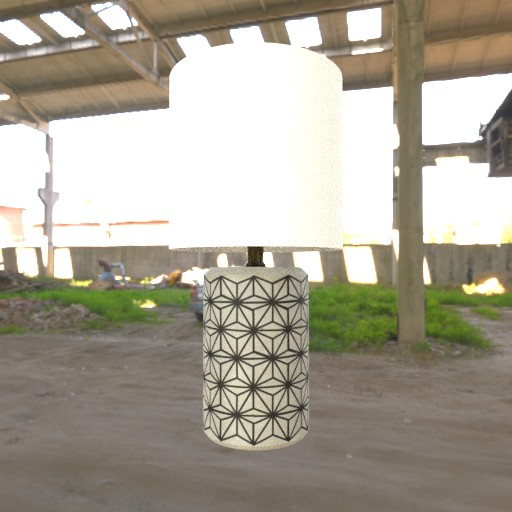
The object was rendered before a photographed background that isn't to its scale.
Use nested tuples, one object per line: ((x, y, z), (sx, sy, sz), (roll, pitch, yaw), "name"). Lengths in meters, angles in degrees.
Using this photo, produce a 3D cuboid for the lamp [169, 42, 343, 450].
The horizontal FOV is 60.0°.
((0.000, 0.000, 0.534), (0.206, 0.416, 0.206), (0, -1, -17), "lamp")
